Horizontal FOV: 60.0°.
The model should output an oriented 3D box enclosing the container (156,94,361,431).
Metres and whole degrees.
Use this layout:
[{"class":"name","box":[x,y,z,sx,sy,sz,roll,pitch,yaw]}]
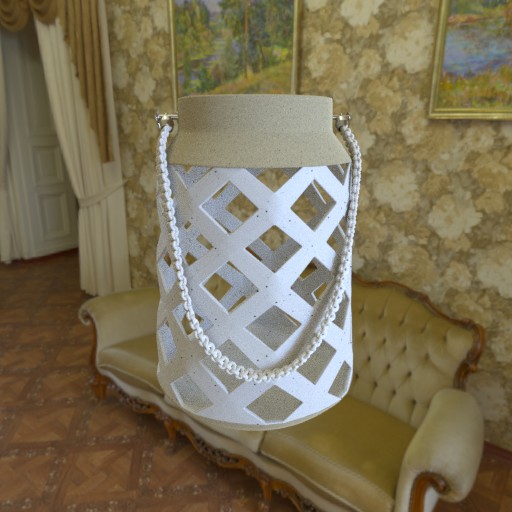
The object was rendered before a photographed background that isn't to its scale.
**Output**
[{"class":"container","box":[0.000,0.000,0.342,0.163,0.229,0.172,-3,17,-9]}]
